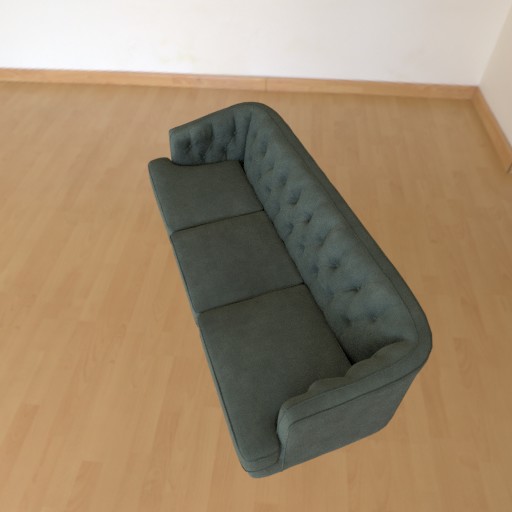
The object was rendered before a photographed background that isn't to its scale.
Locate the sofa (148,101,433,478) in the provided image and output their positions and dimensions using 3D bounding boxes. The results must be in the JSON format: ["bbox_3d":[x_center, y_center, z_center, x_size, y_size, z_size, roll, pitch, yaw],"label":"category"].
[{"bbox_3d":[0.000,0.000,2.693,0.941,0.855,2.278,-15,49,-13],"label":"sofa"}]
